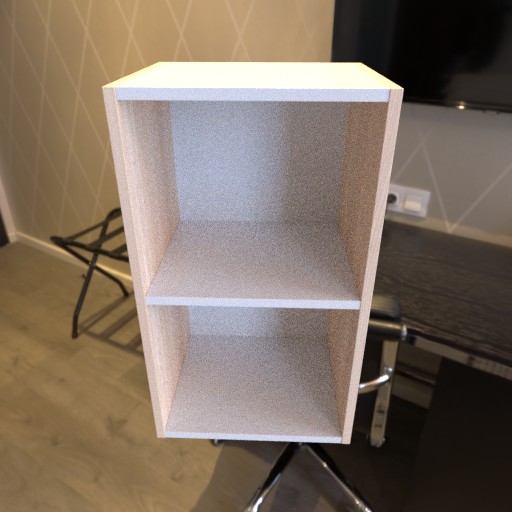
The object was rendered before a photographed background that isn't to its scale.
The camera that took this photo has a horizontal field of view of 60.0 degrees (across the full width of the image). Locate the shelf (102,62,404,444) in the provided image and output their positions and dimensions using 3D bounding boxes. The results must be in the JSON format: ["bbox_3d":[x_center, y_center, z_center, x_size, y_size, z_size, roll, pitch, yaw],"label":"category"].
[{"bbox_3d":[0.000,0.000,0.780,0.350,0.600,0.290,1,29,2],"label":"shelf"}]
